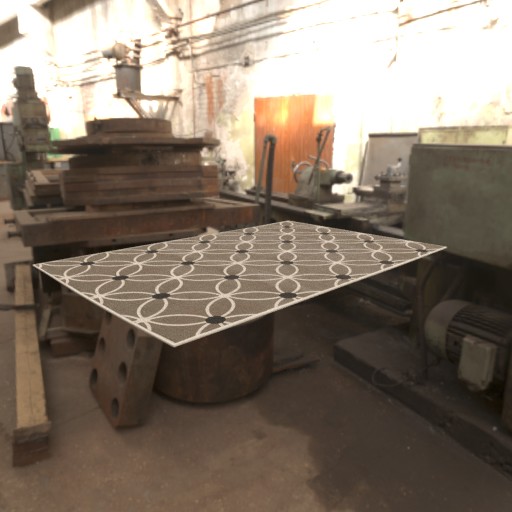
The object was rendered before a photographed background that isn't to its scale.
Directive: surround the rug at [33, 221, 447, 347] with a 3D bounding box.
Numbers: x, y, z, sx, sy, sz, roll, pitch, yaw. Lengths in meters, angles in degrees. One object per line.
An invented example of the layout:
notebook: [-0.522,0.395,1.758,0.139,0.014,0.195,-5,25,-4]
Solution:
rug: [0.000,0.000,2.880,2.284,0.008,1.522,-13,19,-42]
